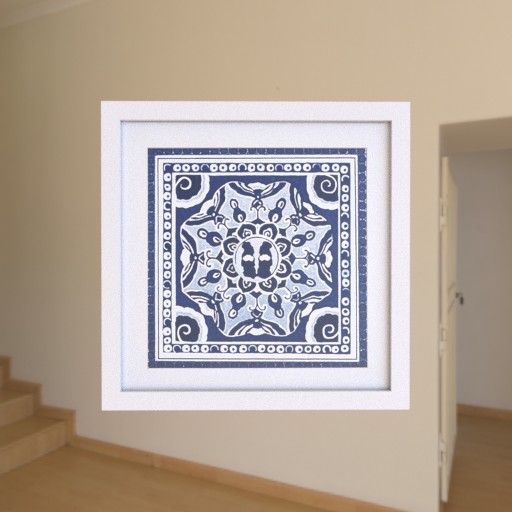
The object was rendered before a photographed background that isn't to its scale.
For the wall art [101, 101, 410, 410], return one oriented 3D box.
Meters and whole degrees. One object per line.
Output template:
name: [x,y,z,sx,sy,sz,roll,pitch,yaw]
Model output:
wall art: [0.000,0.000,0.523,0.355,0.355,0.027,0,0,0]
